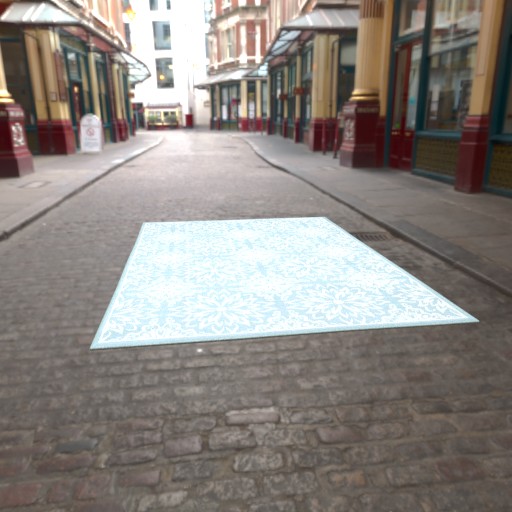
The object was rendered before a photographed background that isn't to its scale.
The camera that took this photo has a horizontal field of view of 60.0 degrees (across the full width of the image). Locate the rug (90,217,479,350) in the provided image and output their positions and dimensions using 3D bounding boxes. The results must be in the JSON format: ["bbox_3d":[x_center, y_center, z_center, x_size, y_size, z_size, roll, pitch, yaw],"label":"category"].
[{"bbox_3d":[0.000,0.000,2.807,1.589,0.014,2.205,-3,17,-8],"label":"rug"}]
